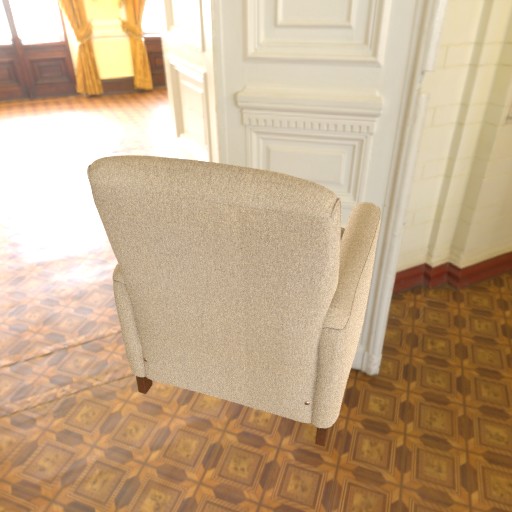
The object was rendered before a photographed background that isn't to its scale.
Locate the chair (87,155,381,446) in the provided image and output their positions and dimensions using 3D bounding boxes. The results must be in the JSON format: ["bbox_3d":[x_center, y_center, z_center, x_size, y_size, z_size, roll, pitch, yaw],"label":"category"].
[{"bbox_3d":[0.000,0.000,1.661,0.848,1.014,0.864,10,33,16],"label":"chair"}]
